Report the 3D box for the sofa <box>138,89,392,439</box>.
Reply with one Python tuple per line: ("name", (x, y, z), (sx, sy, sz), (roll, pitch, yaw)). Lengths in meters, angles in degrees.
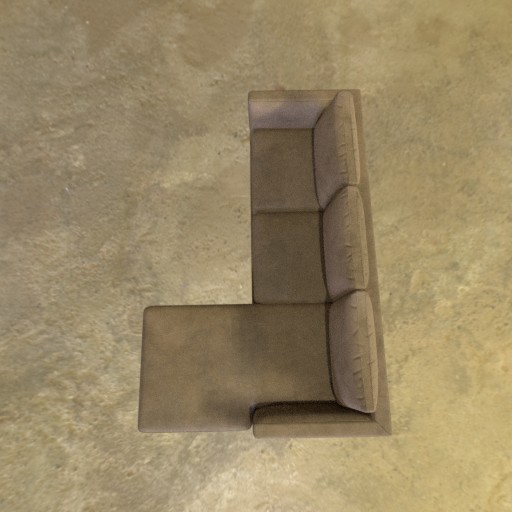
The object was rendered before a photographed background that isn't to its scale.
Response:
("sofa", (0.000, 0.000, 3.243), (1.622, 0.987, 2.438), (-1, 75, 0))
